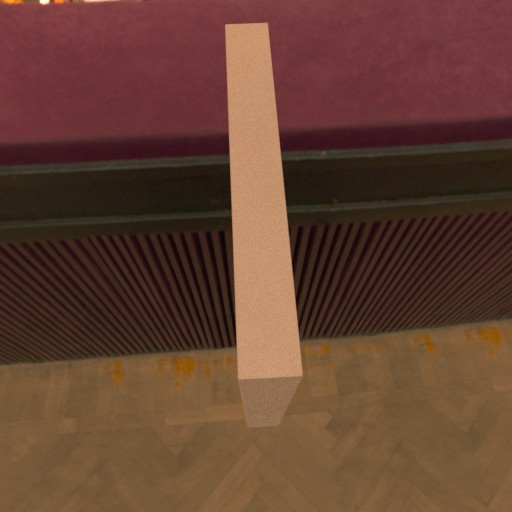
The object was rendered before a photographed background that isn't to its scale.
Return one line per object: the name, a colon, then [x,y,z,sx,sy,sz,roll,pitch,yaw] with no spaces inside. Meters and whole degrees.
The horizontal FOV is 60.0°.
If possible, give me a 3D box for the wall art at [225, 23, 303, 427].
wall art: [0.000,0.000,0.458,0.038,0.305,0.305,-3,64,-1]
